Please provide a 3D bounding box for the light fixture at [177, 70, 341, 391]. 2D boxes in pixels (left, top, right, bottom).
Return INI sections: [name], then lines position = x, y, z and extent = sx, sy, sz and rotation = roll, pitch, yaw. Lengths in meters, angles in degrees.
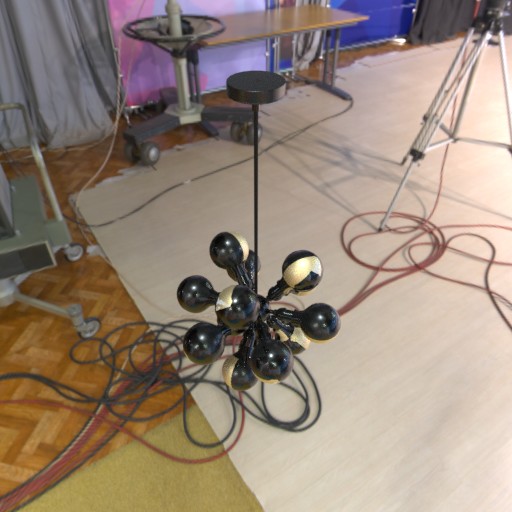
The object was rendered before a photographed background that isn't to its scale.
[light fixture]
position = 0.000, 0.000, 1.101
extent = 0.468, 0.859, 0.420
rotation = 12, 42, 13
